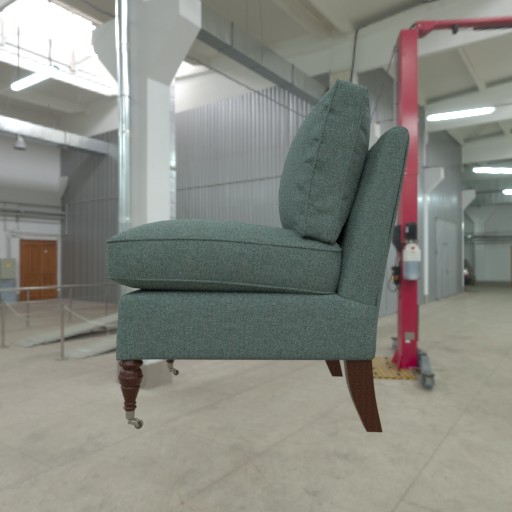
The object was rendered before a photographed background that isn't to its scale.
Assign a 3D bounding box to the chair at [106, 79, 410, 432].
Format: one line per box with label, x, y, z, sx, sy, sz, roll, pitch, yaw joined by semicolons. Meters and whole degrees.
chair;0.000;0.000;1.417;0.796;0.901;0.624;0;0;0
